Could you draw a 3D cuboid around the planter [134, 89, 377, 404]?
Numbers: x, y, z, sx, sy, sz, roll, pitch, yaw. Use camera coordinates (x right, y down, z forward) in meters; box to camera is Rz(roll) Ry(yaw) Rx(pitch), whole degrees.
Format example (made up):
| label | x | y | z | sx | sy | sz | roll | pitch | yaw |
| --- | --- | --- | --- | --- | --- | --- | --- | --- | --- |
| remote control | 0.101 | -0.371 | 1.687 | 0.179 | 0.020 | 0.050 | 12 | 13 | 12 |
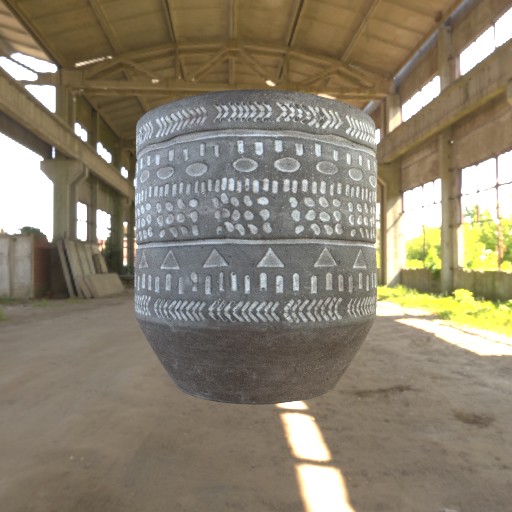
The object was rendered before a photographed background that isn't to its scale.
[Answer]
| label | x | y | z | sx | sy | sz | roll | pitch | yaw |
| --- | --- | --- | --- | --- | --- | --- | --- | --- | --- |
| planter | 0.000 | 0.000 | 0.230 | 0.122 | 0.128 | 0.122 | 0 | -1 | 0 |
